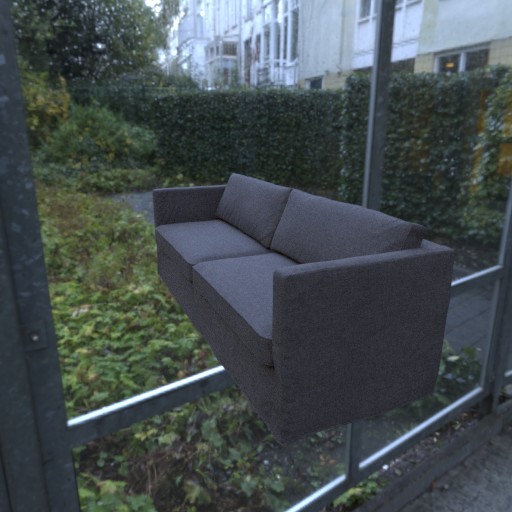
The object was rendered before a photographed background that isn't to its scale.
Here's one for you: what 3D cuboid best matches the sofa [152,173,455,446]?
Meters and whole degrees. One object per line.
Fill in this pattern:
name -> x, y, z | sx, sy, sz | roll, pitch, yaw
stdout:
sofa -> 0.000, 0.000, 3.346 | 1.036, 0.998, 2.779 | -7, 18, -23
